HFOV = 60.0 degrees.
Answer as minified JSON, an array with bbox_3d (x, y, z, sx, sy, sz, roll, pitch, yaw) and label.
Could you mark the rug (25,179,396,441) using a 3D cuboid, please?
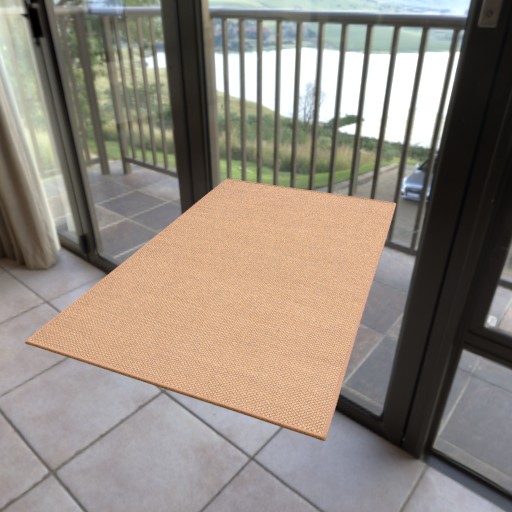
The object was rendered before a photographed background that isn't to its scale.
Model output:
[{"bbox_3d":[0.000,0.000,2.032,1.067,0.013,1.676,11,33,18],"label":"rug"}]
